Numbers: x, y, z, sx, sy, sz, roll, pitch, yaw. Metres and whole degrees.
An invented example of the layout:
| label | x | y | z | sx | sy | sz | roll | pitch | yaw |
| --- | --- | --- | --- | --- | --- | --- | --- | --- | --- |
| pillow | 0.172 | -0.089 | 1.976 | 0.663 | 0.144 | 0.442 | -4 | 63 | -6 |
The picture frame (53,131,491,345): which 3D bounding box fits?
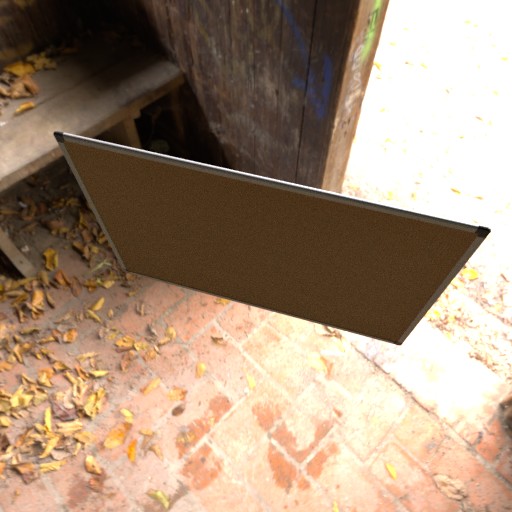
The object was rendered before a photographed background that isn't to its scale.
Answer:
| label | x | y | z | sx | sy | sz | roll | pitch | yaw |
| --- | --- | --- | --- | --- | --- | --- | --- | --- | --- |
| picture frame | 0.000 | 0.000 | 1.129 | 0.900 | 0.600 | 0.010 | 14 | 59 | 8 |
